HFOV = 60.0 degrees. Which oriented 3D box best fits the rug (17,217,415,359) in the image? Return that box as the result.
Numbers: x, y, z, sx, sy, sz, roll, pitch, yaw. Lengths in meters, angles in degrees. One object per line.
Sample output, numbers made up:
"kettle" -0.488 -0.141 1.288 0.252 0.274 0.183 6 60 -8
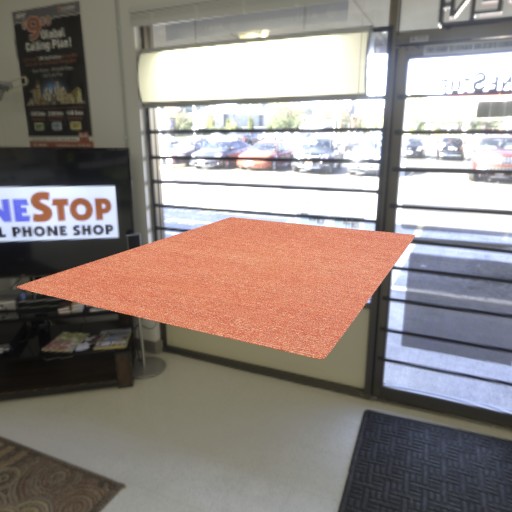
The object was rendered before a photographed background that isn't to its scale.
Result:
"rug" 0.000 0.000 2.736 1.594 0.009 2.112 8 17 26
